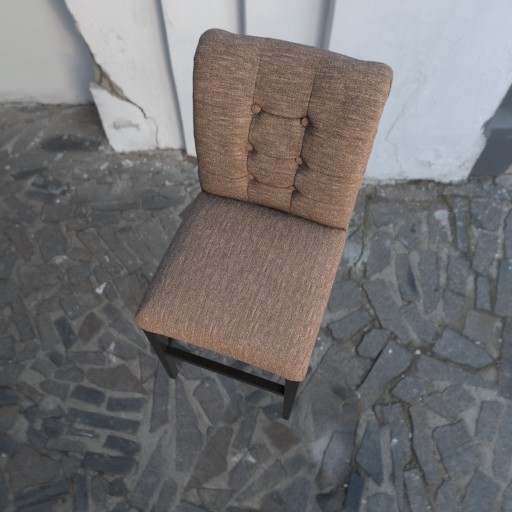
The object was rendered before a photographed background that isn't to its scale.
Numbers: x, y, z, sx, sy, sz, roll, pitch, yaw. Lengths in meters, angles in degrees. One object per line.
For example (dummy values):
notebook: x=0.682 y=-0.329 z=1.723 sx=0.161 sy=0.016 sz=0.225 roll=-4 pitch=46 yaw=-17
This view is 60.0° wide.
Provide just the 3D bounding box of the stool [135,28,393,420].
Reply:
stool: x=0.000 y=0.000 z=1.258 sx=0.457 sy=0.970 sz=0.611 roll=17 pitch=60 yaw=10
